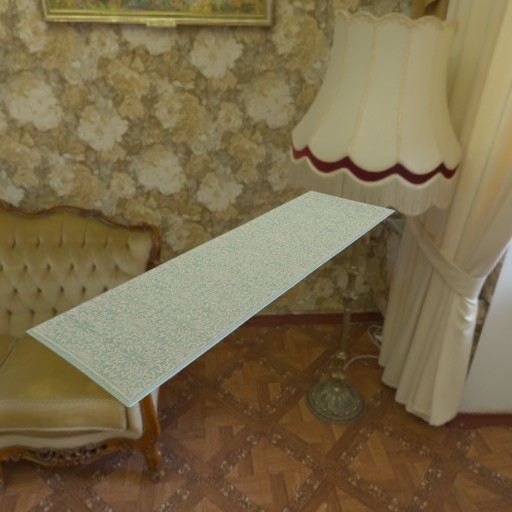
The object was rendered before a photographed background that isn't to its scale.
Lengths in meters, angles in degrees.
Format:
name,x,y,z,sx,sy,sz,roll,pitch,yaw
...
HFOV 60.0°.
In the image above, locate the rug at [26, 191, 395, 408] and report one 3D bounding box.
name,x,y,z,sx,sy,sz,roll,pitch,yaw
rug,0.000,0.000,2.385,0.662,0.011,2.196,20,33,33
